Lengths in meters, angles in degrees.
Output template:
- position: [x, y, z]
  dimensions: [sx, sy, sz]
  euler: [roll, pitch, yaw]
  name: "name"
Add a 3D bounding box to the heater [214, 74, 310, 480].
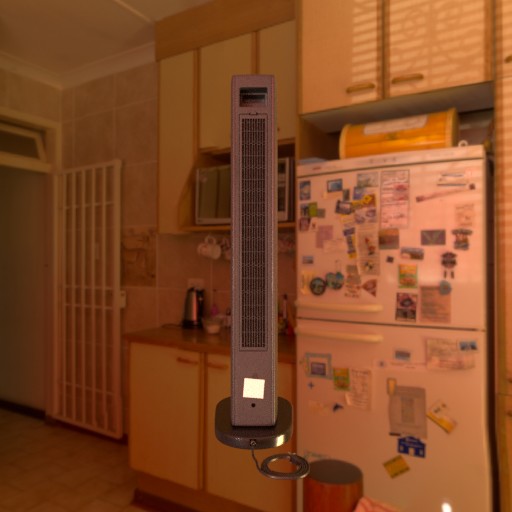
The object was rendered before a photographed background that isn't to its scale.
- position: [0.000, 0.000, 1.056]
  dimensions: [0.214, 0.856, 0.458]
  euler: [0, 0, 1]
  name: "heater"
